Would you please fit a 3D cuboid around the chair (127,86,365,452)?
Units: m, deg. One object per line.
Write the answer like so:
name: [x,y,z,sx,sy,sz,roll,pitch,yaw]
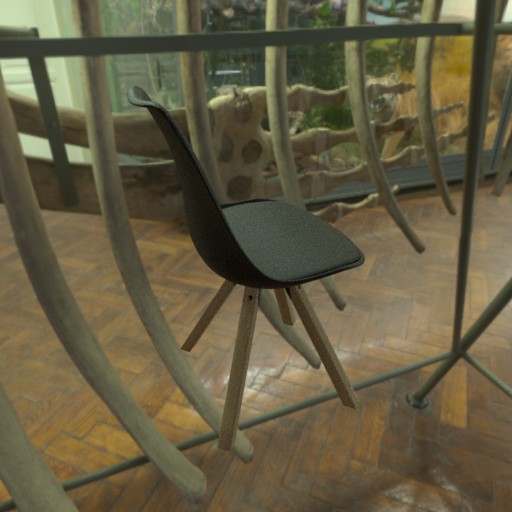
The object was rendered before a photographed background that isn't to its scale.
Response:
chair: [0.000,0.000,1.178,0.549,0.850,0.485,-11,30,-19]
